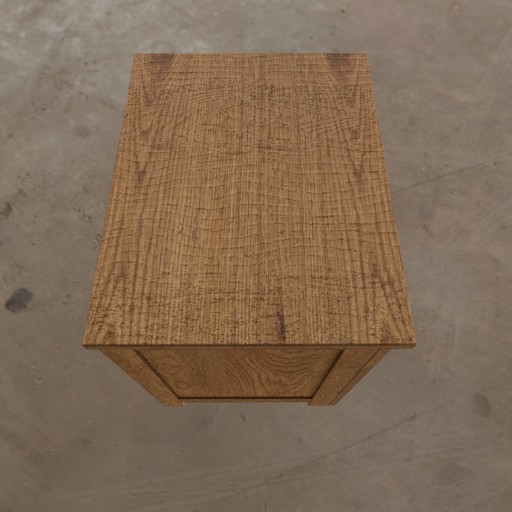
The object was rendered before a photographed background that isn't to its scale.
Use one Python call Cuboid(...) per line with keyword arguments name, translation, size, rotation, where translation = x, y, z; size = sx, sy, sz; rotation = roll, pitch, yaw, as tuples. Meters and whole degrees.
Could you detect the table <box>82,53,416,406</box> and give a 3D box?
Cuboid(name="table", translation=(0.000, 0.000, 1.033), size=(0.494, 0.625, 0.601), rotation=(0, 63, 0))
